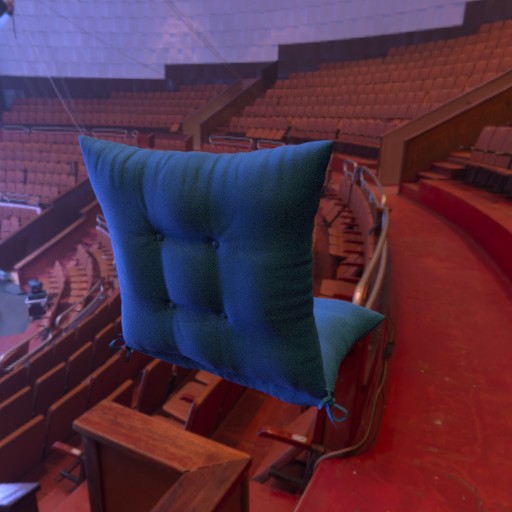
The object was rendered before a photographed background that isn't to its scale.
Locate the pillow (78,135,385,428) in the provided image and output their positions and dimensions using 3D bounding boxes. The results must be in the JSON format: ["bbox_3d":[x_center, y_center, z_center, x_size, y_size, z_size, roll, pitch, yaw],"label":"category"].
[{"bbox_3d":[0.000,0.000,1.014,0.541,0.536,0.585,8,18,26],"label":"pillow"}]
